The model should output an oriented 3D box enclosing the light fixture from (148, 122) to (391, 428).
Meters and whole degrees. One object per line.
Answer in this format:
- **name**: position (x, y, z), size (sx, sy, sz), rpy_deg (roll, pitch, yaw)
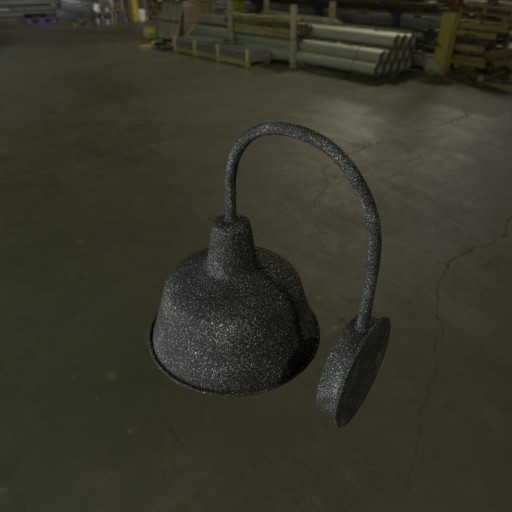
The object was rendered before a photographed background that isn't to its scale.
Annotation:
- **light fixture**: position (0.000, 0.000, 0.481), size (0.283, 0.300, 0.216), rpy_deg (22, 39, 30)
